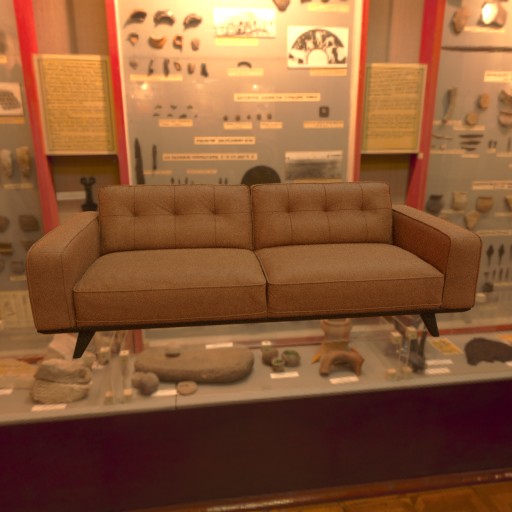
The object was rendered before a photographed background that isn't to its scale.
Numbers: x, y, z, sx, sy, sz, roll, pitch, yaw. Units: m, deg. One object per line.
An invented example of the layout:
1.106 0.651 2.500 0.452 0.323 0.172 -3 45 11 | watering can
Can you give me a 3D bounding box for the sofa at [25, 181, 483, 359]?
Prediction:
0.000 0.000 2.624 2.270 0.780 0.953 -2 17 -7 | sofa
